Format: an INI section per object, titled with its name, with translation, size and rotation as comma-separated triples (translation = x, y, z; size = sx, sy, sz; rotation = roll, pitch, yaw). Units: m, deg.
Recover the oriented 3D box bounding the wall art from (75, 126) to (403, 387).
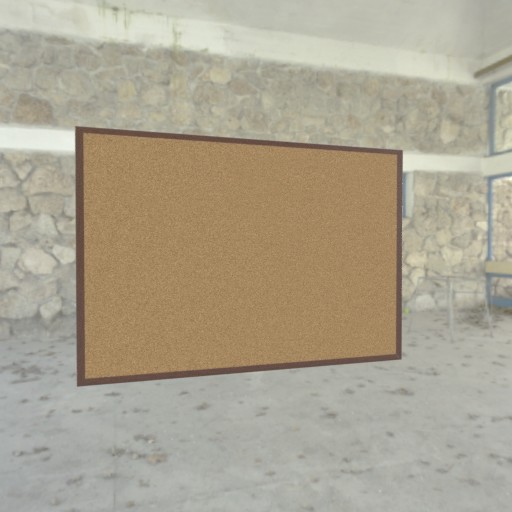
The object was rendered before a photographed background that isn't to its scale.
[wall art]
translation = 0.000, 0.000, 0.873
size = 0.660, 0.455, 0.014
rotation = 0, 1, -17
